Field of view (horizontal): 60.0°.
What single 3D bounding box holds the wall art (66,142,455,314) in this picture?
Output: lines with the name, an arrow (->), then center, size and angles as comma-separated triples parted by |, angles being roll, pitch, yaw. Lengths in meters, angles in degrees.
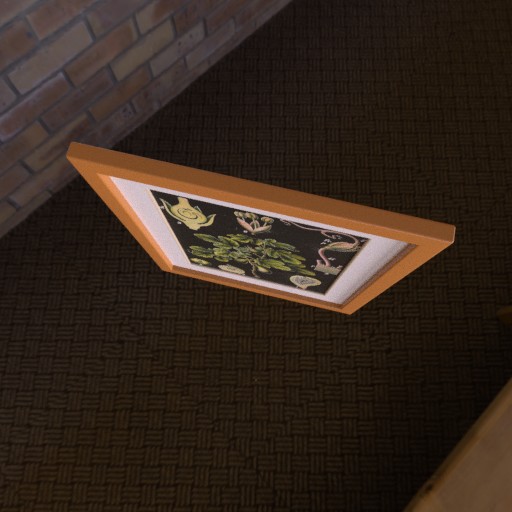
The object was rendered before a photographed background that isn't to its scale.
wall art -> 0.000, 0.000, 0.528 | 0.310, 0.379, 0.015 | 13, 75, 4
